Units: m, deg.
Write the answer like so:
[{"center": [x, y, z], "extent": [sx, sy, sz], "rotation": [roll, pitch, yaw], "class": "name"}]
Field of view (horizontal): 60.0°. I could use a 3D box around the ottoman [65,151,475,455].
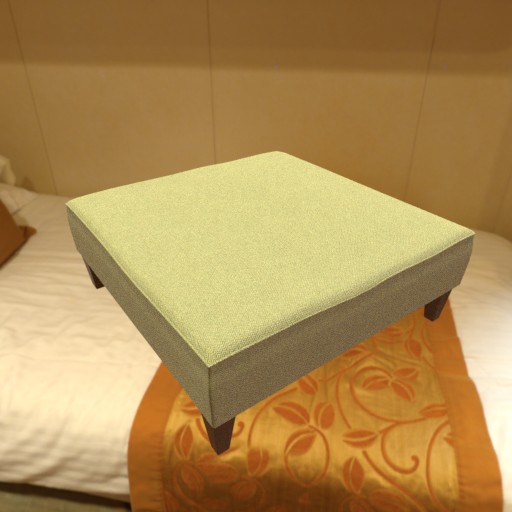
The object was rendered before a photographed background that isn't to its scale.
[{"center": [0.000, 0.000, 1.545], "extent": [0.968, 0.379, 1.004], "rotation": [-21, 37, -30], "class": "ottoman"}]
